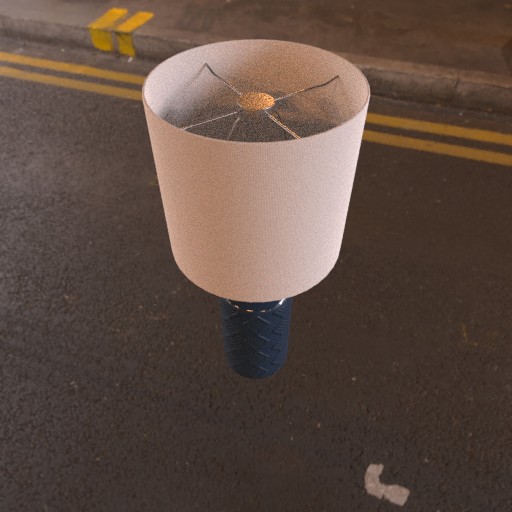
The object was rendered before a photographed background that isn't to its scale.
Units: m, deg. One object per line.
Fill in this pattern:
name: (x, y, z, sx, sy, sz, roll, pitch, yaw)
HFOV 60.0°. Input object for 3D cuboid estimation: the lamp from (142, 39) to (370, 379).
lamp: (0.000, 0.000, 0.573, 0.207, 0.461, 0.207, -25, 51, -22)
